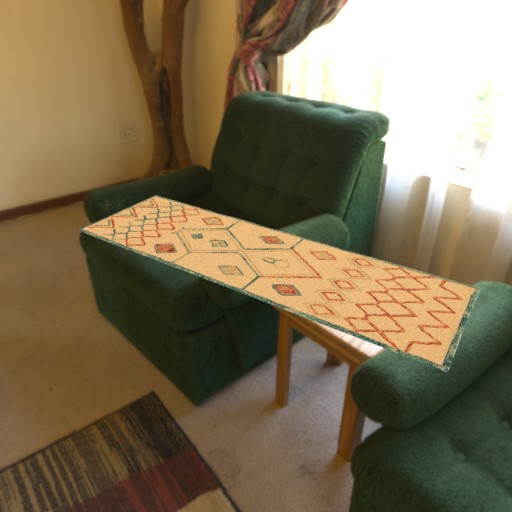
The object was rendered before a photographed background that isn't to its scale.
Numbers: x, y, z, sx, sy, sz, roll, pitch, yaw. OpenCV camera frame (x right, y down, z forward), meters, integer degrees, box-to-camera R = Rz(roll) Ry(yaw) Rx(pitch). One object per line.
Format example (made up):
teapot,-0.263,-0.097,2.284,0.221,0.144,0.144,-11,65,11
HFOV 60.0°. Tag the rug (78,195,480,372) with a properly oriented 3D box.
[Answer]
rug,0.000,0.000,2.723,2.435,0.011,0.750,18,34,29
